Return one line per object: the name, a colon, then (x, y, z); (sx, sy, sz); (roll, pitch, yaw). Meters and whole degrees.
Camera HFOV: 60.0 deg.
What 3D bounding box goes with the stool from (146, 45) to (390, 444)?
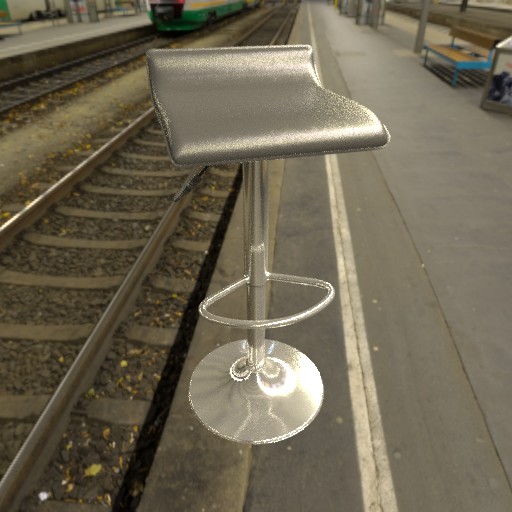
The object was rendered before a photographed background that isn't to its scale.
stool: (0.000, 0.000, 1.033); (0.381, 0.851, 0.381); (-8, 32, -13)
